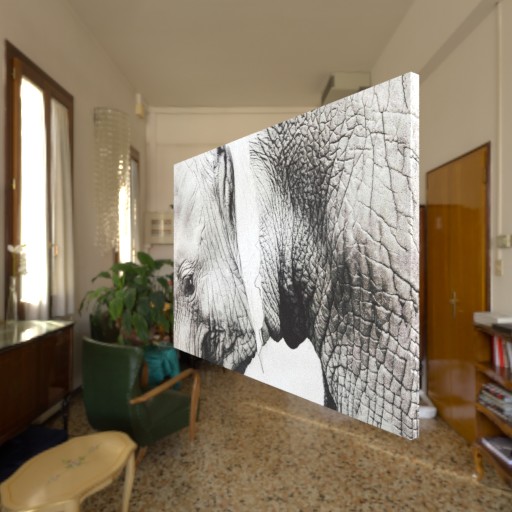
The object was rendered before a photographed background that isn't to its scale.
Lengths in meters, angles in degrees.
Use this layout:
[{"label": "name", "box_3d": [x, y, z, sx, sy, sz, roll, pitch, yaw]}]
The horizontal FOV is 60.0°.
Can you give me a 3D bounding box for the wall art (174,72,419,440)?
[{"label": "wall art", "box_3d": [0.000, 0.000, 1.108, 0.023, 0.607, 0.914, 0, 0, -35]}]
